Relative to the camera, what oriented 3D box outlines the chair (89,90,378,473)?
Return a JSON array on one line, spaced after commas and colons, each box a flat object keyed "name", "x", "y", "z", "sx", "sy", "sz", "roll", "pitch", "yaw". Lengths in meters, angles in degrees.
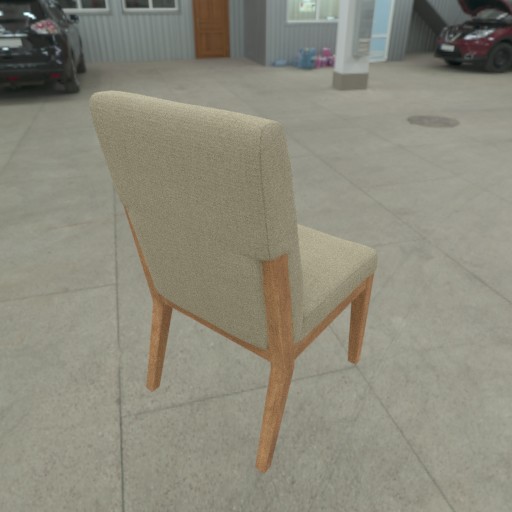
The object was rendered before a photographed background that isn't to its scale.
[{"name": "chair", "x": 0.000, "y": 0.000, "z": 1.241, "sx": 0.507, "sy": 0.911, "sz": 0.586, "roll": 22, "pitch": 37, "yaw": 33}]
